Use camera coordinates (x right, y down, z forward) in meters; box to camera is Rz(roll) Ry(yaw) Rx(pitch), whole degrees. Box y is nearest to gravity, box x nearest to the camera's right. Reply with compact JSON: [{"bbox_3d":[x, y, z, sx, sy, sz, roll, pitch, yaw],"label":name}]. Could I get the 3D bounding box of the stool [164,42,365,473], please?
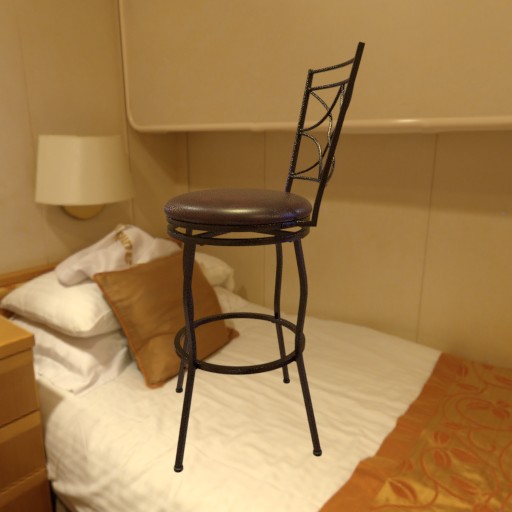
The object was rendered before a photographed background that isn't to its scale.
[{"bbox_3d":[0.000,0.000,1.338,0.534,1.117,0.434,-2,15,-9],"label":"stool"}]
